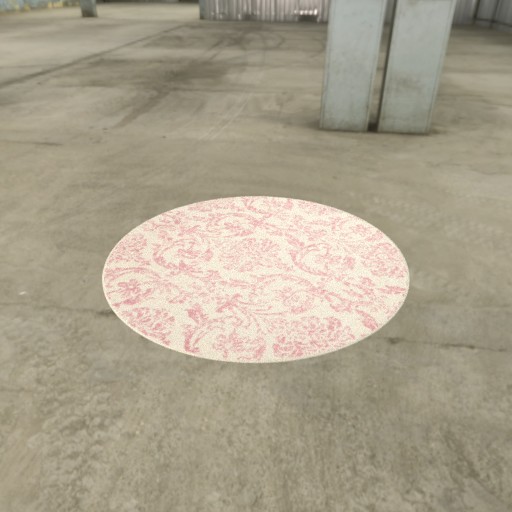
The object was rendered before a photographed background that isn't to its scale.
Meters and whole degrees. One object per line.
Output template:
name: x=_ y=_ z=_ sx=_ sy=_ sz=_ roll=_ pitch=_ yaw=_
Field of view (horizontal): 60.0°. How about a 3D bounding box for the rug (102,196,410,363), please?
rug: x=0.000 y=0.000 z=2.394 sx=1.593 sy=0.012 sz=1.593 roll=0 pitch=31 yaw=0
